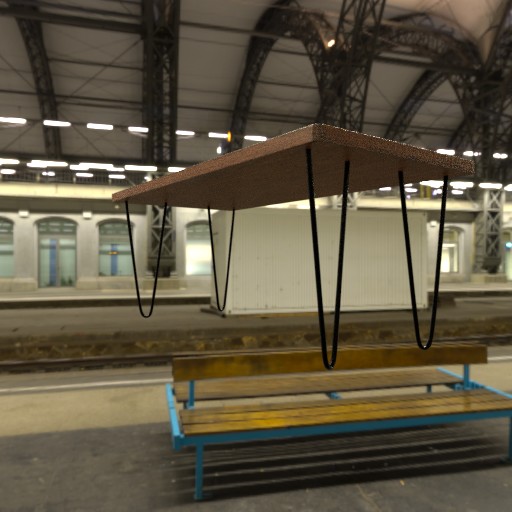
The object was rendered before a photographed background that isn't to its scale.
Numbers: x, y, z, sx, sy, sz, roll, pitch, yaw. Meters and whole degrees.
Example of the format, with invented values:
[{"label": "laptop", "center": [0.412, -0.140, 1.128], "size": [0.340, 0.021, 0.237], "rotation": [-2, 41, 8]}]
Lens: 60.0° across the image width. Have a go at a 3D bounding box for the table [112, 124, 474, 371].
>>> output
[{"label": "table", "center": [0.000, 0.000, 2.237], "size": [0.883, 0.753, 1.791], "rotation": [0, 0, -36]}]
